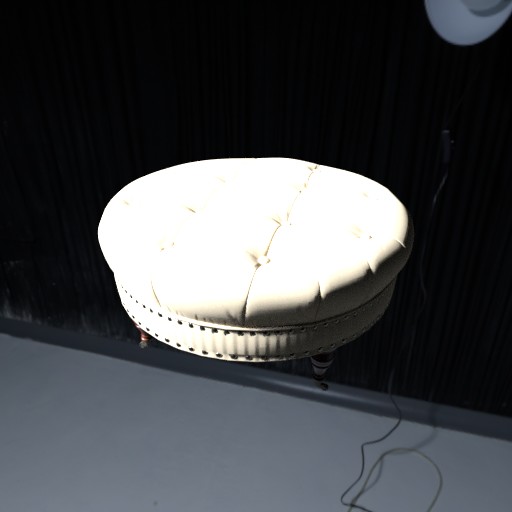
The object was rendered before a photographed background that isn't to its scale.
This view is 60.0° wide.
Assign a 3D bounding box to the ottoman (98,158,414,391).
[{"bbox_3d":[0.000,0.000,1.394,0.901,0.439,0.901,0,30,0],"label":"ottoman"}]
